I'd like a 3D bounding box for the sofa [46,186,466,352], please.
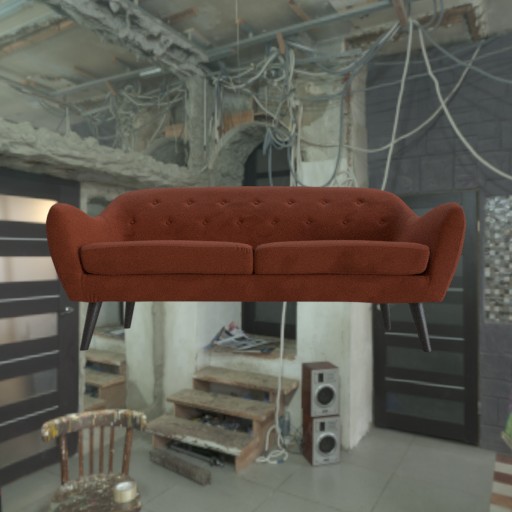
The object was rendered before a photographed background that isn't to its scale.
[{"bbox_3d":[0.000,0.000,2.286,1.840,0.836,0.820,0,0,1],"label":"sofa"}]
